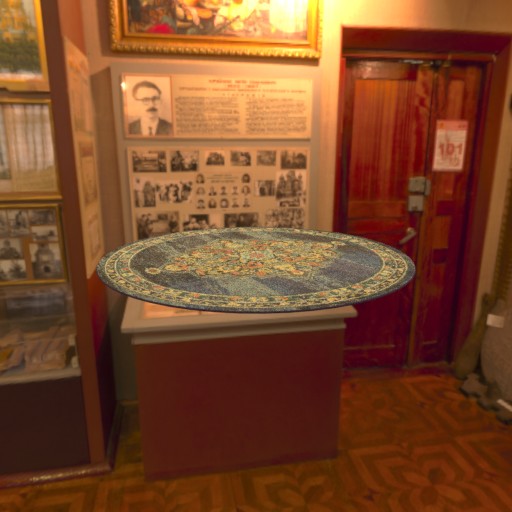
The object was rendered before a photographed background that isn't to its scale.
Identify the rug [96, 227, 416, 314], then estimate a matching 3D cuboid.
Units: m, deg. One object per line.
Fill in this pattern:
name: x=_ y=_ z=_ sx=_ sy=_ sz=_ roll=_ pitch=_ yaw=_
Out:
rug: x=0.000 y=0.000 z=2.336 sx=1.591 sy=0.010 sz=1.591 roll=0 pitch=15 yaw=0
